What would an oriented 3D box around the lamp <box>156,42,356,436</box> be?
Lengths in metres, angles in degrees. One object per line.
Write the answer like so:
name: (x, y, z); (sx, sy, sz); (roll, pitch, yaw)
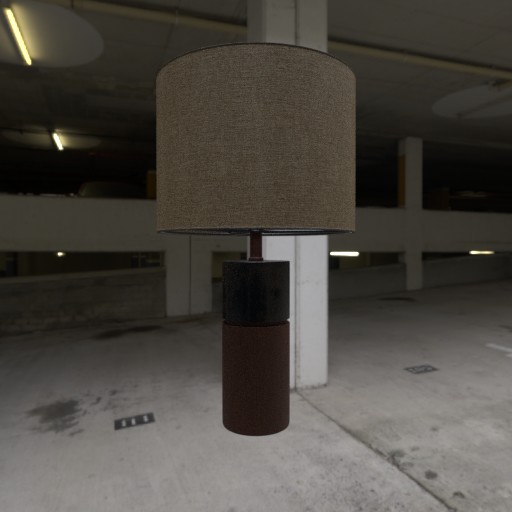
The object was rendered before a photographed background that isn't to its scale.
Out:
lamp: (0.000, 0.000, 0.462); (0.202, 0.350, 0.202); (0, 1, 0)
